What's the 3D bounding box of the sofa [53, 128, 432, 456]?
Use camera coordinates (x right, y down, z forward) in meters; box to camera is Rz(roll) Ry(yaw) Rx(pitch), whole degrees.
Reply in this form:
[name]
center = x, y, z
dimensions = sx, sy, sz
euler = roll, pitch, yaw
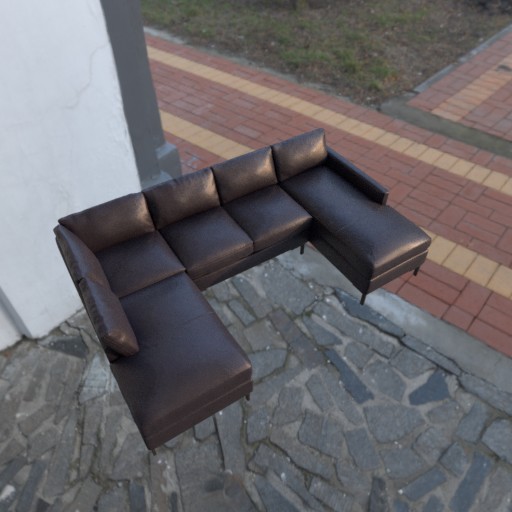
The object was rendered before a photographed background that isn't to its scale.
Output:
[sofa]
center = 0.000, 0.000, 3.940
dimensions = 2.956, 0.900, 1.939
euler = -24, 50, -22
